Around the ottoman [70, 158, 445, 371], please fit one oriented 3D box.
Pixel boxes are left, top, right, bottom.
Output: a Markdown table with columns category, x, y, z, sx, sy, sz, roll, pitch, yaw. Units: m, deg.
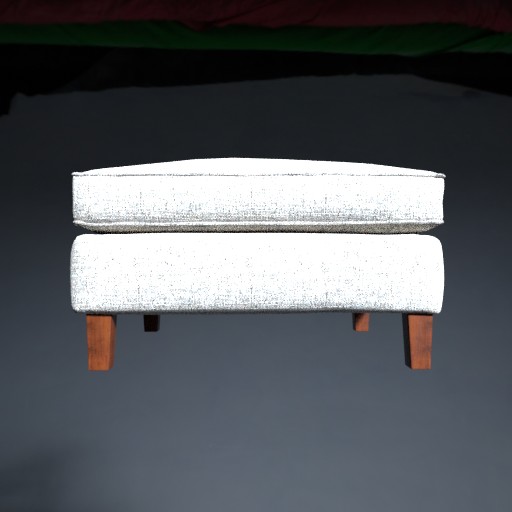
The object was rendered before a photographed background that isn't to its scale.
| category | x | y | z | sx | sy | sz | roll | pitch | yaw |
| --- | --- | --- | --- | --- | --- | --- | --- | --- | --- |
| ottoman | 0.000 | 0.000 | 1.007 | 0.686 | 0.406 | 0.508 | 0 | 0 | -1 |
